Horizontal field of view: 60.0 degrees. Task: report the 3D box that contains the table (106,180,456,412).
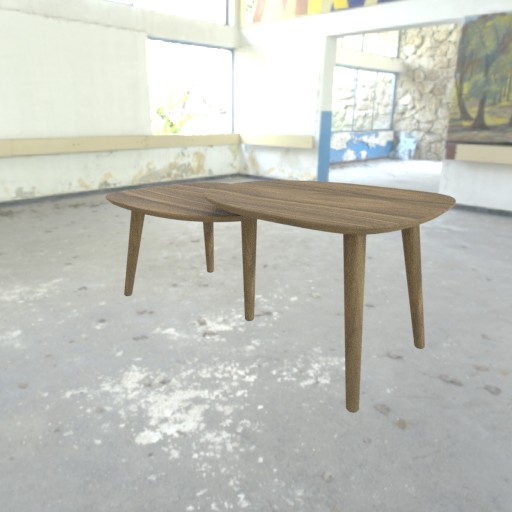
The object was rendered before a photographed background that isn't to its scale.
[{"bbox_3d":[0.000,0.000,1.368,1.084,0.429,0.527,16,24,42],"label":"table"}]
